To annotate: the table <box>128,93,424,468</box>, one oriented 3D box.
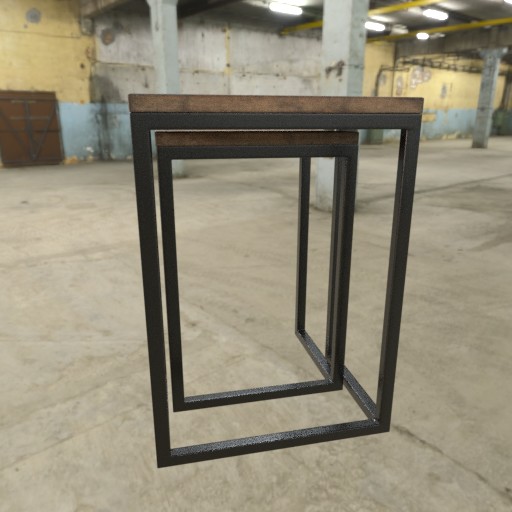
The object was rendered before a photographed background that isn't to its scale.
[{"bbox_3d":[0.000,0.000,0.936,0.456,0.615,0.460,-3,17,-10],"label":"table"}]
